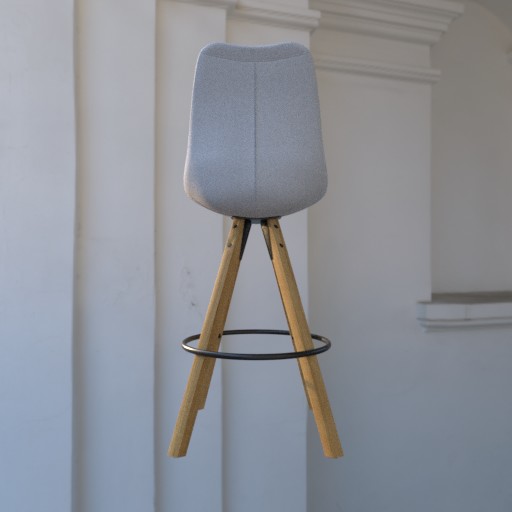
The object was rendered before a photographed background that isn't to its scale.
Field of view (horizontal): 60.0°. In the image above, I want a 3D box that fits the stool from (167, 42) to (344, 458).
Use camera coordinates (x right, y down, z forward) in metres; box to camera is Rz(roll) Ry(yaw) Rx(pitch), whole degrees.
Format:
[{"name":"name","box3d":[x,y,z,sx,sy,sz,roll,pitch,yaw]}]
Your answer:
[{"name":"stool","box3d":[0.000,0.000,1.419,0.484,1.115,0.550,0,-1,0]}]
